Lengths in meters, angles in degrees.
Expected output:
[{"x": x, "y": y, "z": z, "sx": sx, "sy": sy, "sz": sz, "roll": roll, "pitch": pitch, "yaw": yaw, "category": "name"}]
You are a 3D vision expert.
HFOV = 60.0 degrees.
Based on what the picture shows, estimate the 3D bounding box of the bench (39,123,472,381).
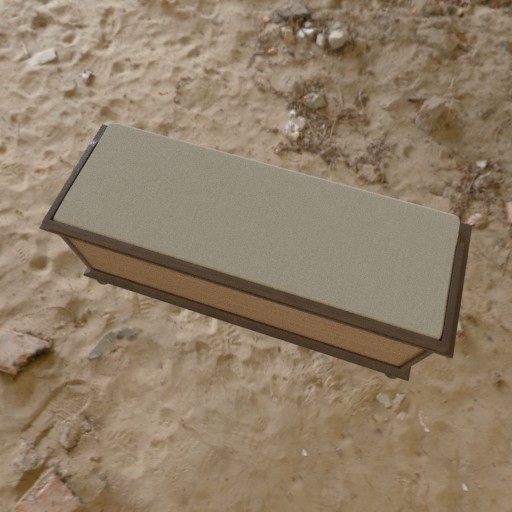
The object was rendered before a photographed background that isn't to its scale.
[{"x": 0.000, "y": 0.000, "z": 1.461, "sx": 1.185, "sy": 0.501, "sz": 0.402, "roll": 17, "pitch": 66, "yaw": 8, "category": "bench"}]
